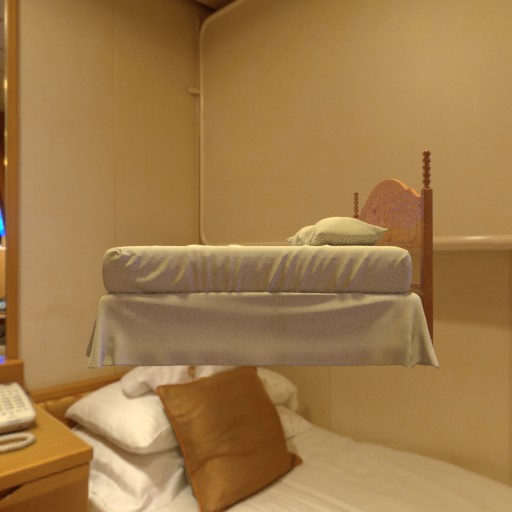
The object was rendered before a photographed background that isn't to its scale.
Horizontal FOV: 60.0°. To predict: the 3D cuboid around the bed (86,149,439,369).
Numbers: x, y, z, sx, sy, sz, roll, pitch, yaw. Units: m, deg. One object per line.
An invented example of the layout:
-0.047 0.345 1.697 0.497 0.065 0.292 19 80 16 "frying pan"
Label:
0.000 0.000 3.726 2.219 1.355 2.322 0 0 -1 "bed"
